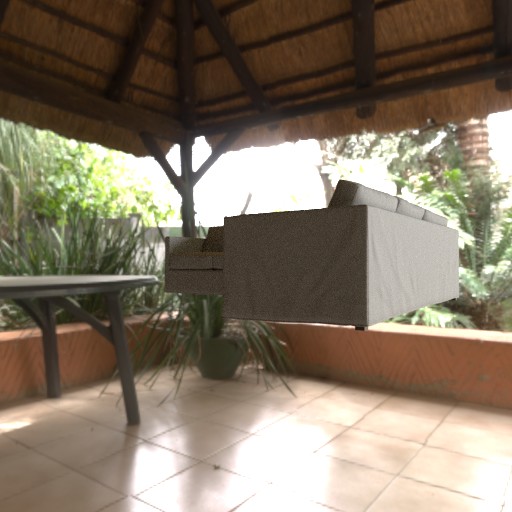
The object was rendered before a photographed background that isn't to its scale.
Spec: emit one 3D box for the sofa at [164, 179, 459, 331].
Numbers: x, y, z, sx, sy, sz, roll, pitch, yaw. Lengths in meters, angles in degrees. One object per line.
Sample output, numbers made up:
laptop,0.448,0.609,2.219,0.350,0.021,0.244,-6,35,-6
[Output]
sofa,0.000,0.000,4.264,3.182,0.871,2.432,0,-1,35
